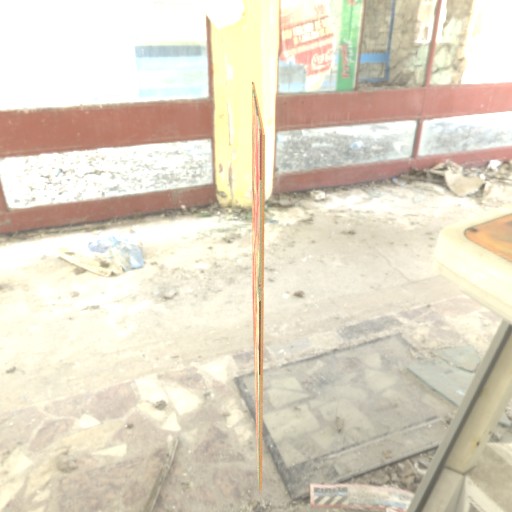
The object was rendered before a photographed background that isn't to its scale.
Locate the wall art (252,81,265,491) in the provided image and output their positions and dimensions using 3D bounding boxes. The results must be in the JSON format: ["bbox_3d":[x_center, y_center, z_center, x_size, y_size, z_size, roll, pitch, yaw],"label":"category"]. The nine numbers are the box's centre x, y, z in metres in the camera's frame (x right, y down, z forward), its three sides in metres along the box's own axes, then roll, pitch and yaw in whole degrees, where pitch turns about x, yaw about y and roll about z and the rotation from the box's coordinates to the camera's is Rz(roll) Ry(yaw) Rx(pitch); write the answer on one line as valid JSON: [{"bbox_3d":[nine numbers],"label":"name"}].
[{"bbox_3d":[0.000,0.000,1.810,0.013,1.220,1.216,-1,27,-1],"label":"wall art"}]
